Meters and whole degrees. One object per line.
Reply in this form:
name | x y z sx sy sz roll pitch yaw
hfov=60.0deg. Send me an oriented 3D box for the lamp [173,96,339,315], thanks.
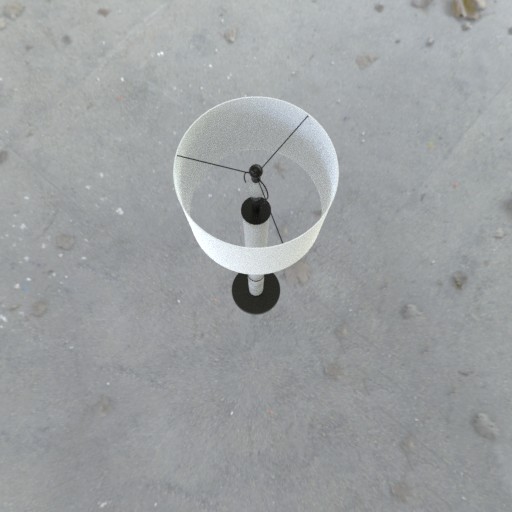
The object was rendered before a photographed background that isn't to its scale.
lamp | 0.000 0.000 1.771 0.377 1.599 0.377 40 79 9
